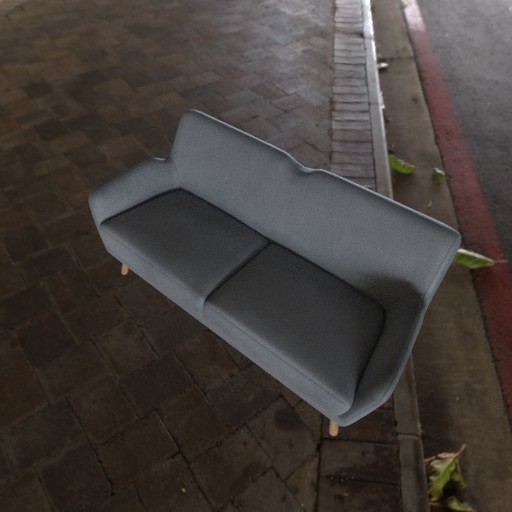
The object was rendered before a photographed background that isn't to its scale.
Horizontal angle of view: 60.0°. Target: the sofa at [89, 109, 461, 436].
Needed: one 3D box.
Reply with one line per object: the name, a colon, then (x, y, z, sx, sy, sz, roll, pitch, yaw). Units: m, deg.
sofa: (0.000, 0.000, 2.354, 1.870, 0.810, 0.850, 32, 54, 26)
